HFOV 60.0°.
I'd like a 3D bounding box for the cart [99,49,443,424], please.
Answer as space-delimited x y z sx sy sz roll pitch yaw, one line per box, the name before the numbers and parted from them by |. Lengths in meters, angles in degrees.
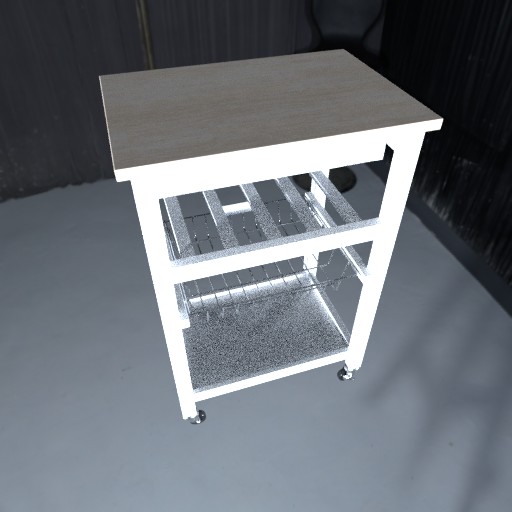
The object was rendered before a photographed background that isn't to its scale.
cart | 0.000 0.000 1.163 0.578 0.857 0.406 -12 44 -13
